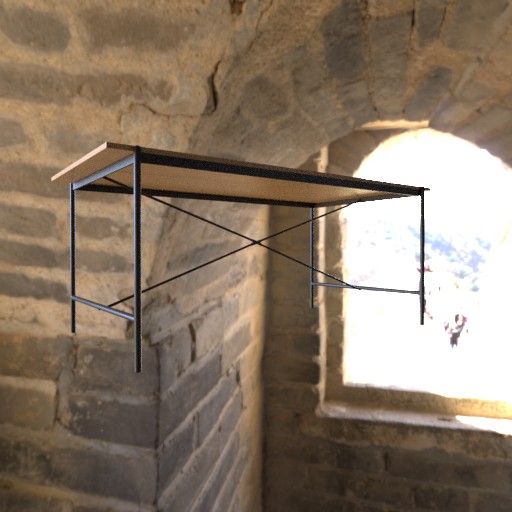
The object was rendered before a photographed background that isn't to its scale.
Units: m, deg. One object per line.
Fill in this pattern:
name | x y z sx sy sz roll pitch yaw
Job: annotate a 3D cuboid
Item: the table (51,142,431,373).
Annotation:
table | 0.000 0.000 2.305 1.800 0.758 0.900 0 1 -36
